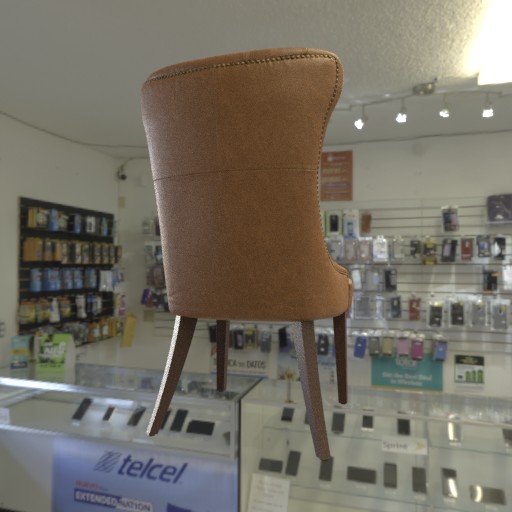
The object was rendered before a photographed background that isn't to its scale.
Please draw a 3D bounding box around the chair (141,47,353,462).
[{"bbox_3d":[0.000,0.000,1.435,0.611,1.065,0.669,0,-1,19],"label":"chair"}]
